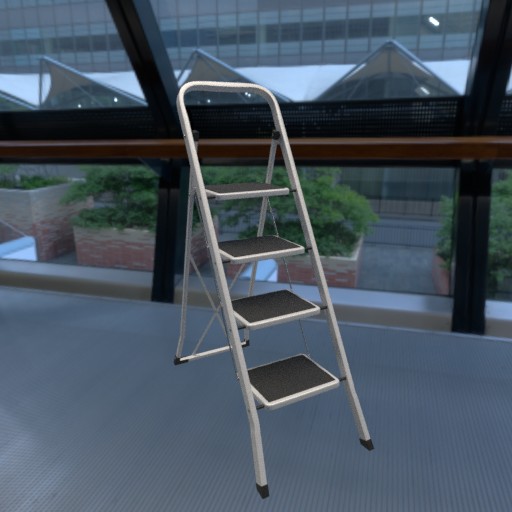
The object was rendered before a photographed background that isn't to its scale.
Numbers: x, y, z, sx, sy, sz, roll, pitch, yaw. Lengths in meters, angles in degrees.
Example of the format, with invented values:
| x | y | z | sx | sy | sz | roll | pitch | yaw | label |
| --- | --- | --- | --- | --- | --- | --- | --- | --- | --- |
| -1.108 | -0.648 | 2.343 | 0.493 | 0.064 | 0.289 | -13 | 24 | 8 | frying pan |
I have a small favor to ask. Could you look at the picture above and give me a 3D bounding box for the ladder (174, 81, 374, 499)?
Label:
| x | y | z | sx | sy | sz | roll | pitch | yaw | label |
| --- | --- | --- | --- | --- | --- | --- | --- | --- | --- |
| 0.000 | 0.000 | 1.678 | 0.460 | 1.265 | 0.914 | -9 | 19 | -28 | ladder |
